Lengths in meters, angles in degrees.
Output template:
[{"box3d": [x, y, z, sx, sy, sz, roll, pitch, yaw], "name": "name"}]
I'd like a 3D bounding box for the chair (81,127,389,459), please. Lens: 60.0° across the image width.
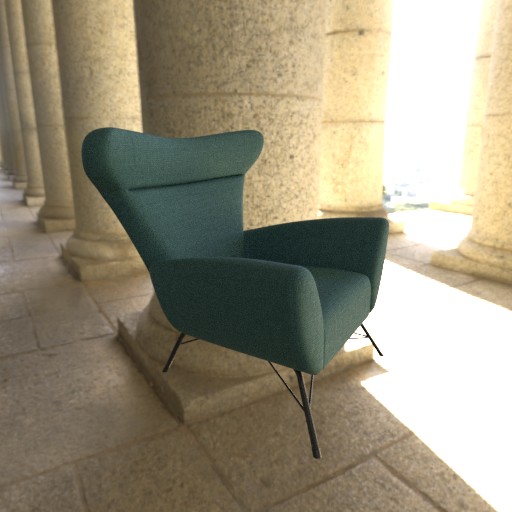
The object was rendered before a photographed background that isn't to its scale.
[{"box3d": [0.000, 0.000, 1.766, 0.900, 0.980, 1.050, 9, 17, 29], "name": "chair"}]
